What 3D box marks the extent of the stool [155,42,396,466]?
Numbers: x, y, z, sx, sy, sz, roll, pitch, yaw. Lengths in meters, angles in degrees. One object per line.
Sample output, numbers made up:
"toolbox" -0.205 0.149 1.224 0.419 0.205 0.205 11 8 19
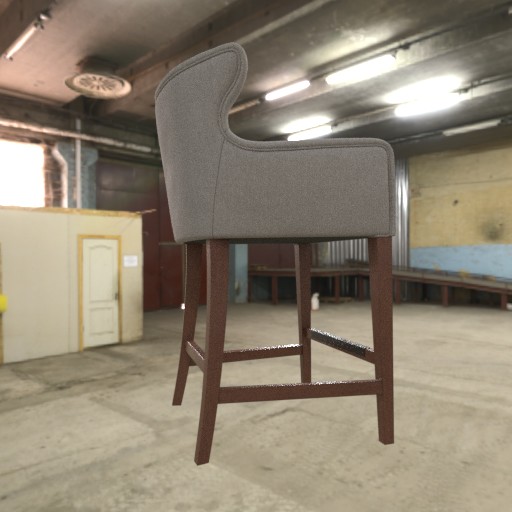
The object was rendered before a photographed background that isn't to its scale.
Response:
"stool" 0.000 0.000 1.287 0.575 0.951 0.575 0 -1 -18
